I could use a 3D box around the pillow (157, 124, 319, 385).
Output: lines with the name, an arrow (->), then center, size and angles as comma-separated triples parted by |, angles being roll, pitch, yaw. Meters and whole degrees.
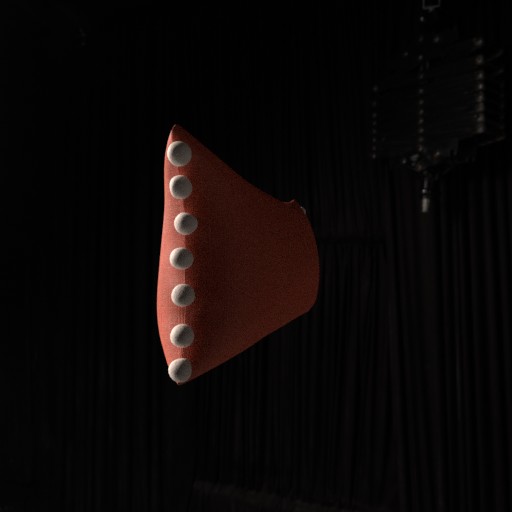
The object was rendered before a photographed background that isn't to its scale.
pillow -> 0.000, 0.000, 0.852 | 0.201, 0.322, 0.709 | 0, 0, 18
